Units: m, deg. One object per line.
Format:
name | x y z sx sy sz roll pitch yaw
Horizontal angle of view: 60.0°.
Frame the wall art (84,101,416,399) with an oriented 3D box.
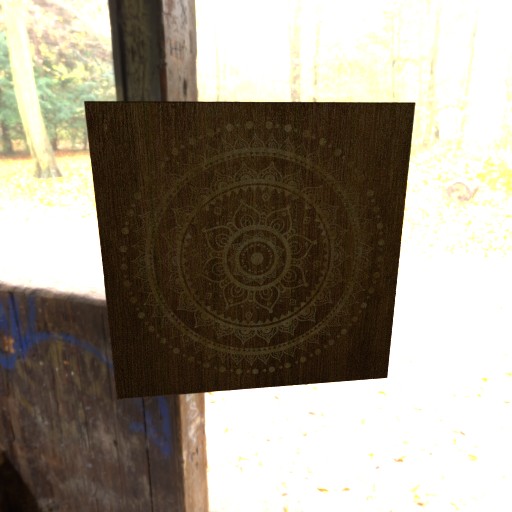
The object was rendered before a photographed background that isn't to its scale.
wall art | 0.000 0.000 0.613 0.406 0.403 0.039 -2 17 -7
